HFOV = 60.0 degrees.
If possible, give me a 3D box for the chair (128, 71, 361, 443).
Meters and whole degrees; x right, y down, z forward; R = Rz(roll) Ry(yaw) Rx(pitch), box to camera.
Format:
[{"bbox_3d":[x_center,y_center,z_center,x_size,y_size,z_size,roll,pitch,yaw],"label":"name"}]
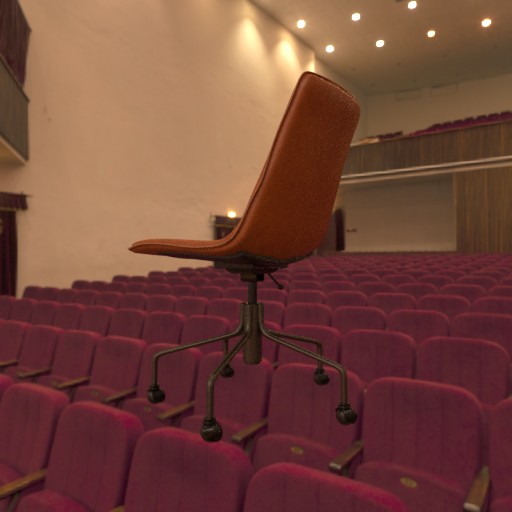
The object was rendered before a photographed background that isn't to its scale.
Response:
[{"bbox_3d":[0.000,0.000,1.381,0.660,0.920,0.651,0,0,36],"label":"chair"}]
